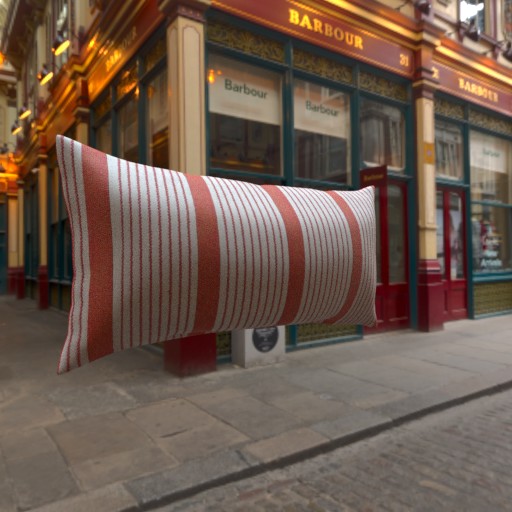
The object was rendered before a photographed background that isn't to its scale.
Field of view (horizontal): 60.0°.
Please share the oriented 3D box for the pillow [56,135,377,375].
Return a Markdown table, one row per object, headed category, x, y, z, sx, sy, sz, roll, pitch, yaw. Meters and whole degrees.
| category | x | y | z | sx | sy | sz | roll | pitch | yaw |
| --- | --- | --- | --- | --- | --- | --- | --- | --- | --- |
| pillow | 0.000 | 0.000 | 0.724 | 0.608 | 0.297 | 0.151 | 0 | -1 | -36 |
